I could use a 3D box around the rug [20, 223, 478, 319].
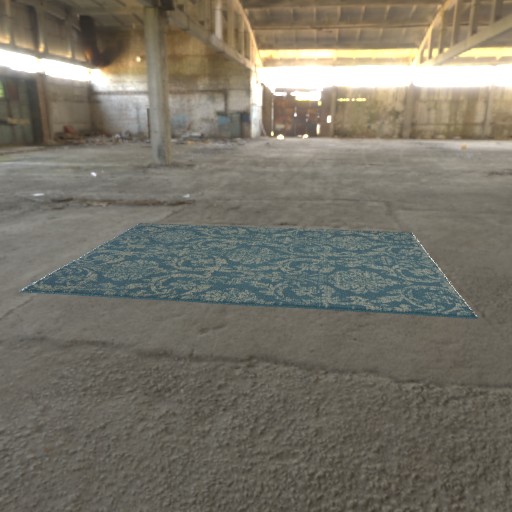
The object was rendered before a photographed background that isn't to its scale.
[{"bbox_3d":[0.000,0.000,2.834,2.205,0.012,1.554,2,17,8],"label":"rug"}]
